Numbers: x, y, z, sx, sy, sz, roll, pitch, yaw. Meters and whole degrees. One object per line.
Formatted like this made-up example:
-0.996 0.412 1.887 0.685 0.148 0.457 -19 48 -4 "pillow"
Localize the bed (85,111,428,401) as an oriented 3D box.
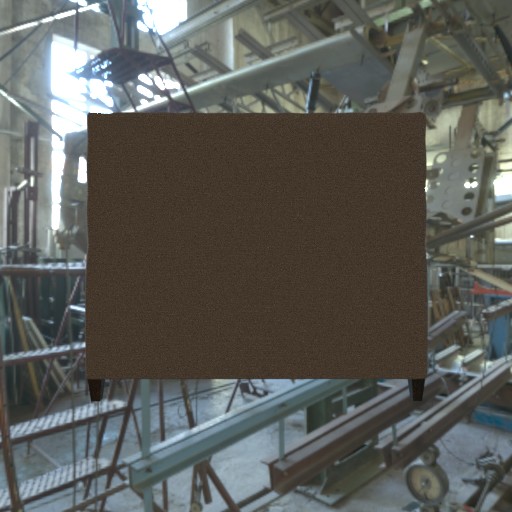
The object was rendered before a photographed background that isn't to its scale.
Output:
0.000 0.000 3.268 1.696 1.426 2.233 0 0 0 "bed"
